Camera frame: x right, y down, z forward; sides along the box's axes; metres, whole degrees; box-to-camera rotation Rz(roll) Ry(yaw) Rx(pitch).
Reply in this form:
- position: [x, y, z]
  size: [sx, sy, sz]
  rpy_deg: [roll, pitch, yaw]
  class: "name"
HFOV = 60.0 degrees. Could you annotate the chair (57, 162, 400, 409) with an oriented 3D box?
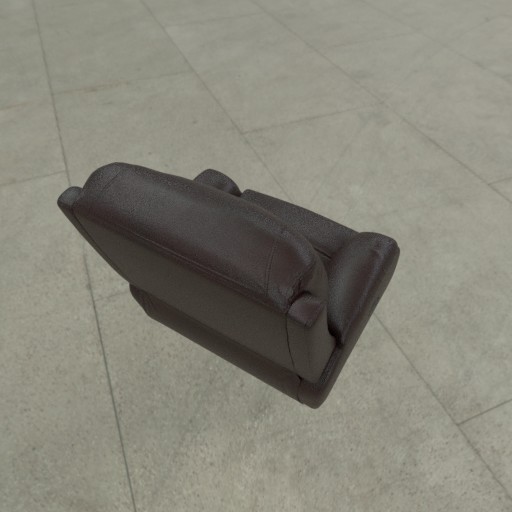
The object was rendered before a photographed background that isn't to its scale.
- position: [0.000, 0.000, 1.709]
  size: [0.930, 1.011, 0.899]
  rpy_deg: [24, 51, 22]
  class: "chair"
